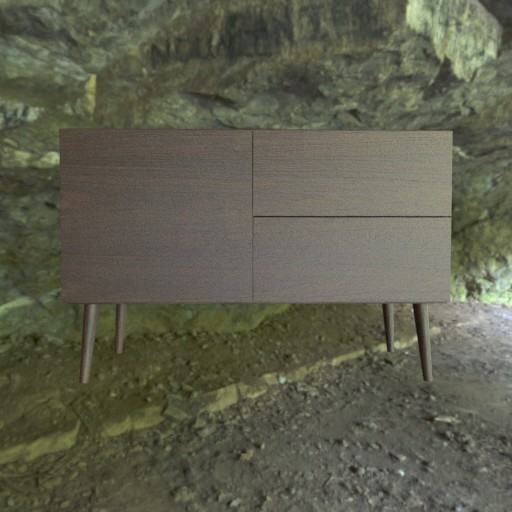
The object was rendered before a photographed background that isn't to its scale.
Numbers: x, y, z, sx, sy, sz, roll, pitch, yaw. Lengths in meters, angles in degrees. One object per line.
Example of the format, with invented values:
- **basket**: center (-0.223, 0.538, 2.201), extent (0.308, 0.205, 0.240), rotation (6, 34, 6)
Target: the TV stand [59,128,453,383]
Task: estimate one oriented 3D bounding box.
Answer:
- **TV stand**: center (0.000, 0.000, 1.327), extent (0.990, 0.660, 0.405), rotation (0, 2, -1)
